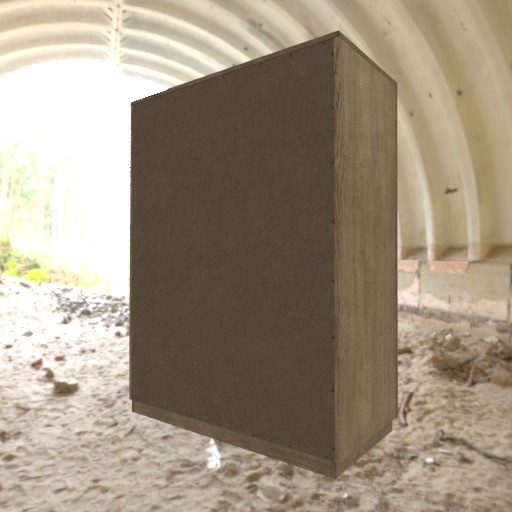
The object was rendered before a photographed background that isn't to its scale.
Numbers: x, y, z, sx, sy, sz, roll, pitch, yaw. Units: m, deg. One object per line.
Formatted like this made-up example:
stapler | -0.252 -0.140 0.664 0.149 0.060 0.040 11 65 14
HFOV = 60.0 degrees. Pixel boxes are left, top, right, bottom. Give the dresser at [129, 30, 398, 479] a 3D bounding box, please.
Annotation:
dresser | 0.000 0.000 1.757 0.967 1.295 0.483 0 0 37
